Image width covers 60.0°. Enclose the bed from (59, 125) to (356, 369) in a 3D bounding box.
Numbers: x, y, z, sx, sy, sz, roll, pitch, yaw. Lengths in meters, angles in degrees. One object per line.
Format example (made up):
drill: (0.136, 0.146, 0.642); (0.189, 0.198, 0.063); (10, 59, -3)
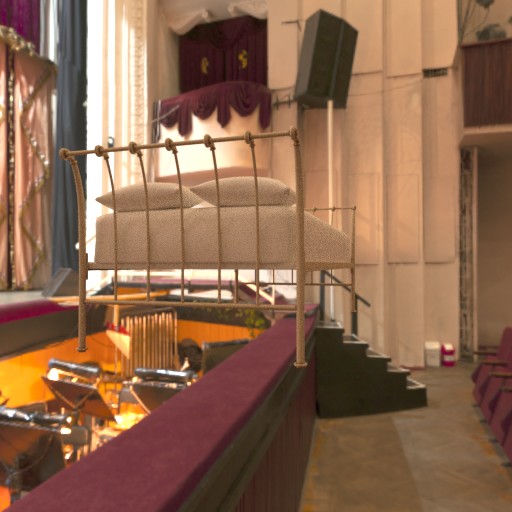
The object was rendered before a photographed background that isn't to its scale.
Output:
bed: (0.000, 0.000, 2.734); (1.032, 0.873, 2.228); (0, -1, 18)
